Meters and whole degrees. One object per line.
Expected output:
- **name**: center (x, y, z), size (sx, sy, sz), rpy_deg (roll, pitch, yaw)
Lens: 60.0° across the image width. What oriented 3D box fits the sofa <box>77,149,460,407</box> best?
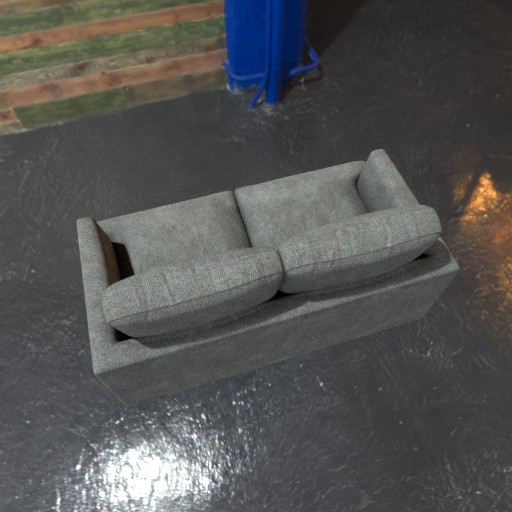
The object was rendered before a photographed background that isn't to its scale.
- **sofa**: center (0.000, 0.000, 2.166), size (1.582, 0.956, 0.903), rpy_deg (-15, 59, -9)
